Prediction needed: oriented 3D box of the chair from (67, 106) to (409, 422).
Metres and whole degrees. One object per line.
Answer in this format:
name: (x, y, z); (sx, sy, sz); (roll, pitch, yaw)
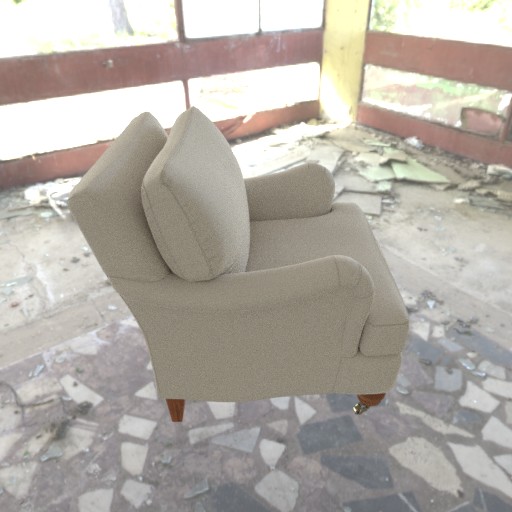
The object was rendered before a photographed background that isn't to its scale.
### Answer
chair: (0.000, 0.000, 1.836); (1.070, 1.038, 0.955); (0, 32, 0)
